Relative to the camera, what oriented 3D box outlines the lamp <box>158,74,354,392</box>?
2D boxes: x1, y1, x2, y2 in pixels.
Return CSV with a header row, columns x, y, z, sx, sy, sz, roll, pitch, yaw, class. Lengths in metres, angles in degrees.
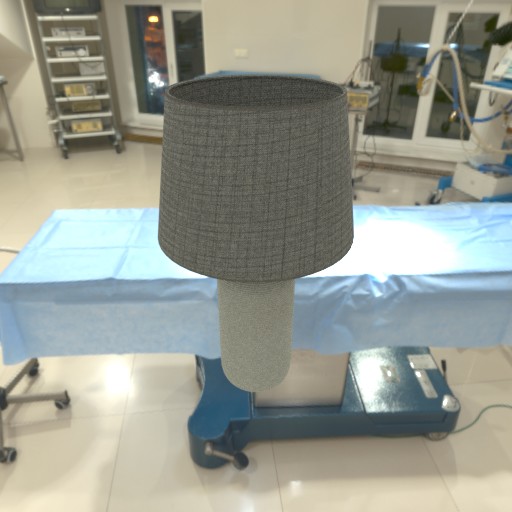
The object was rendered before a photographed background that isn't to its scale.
x,y,z,sx,sy,sz,roll,pitch,yaw,class
0.000,0.000,0.597,0.251,0.429,0.251,0,30,0,lamp
